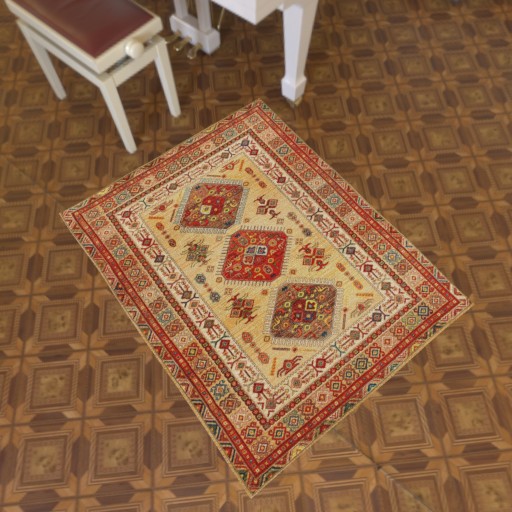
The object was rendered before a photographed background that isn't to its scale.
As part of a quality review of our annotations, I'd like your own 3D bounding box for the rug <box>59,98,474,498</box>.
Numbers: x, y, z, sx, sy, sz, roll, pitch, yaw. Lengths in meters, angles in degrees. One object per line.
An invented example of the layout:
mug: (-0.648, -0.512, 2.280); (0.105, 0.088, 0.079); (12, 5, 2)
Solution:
rug: (0.000, 0.000, 4.071); (2.460, 0.005, 3.067); (-35, 69, -16)
